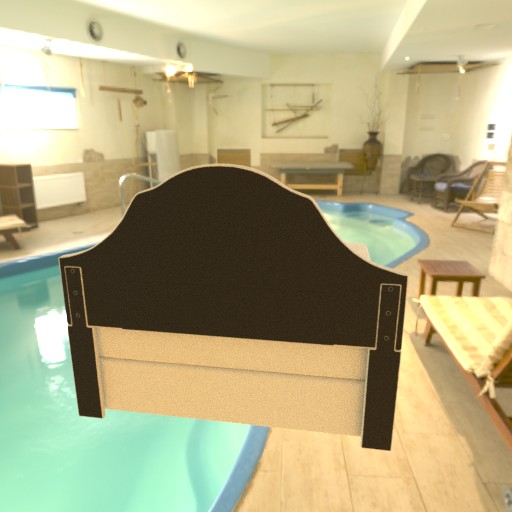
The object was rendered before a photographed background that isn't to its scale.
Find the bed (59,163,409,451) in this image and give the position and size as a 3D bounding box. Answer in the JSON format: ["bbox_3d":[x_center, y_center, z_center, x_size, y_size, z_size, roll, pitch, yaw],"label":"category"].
[{"bbox_3d":[0.000,0.000,3.527,2.008,1.615,2.214,3,17,9],"label":"bed"}]
